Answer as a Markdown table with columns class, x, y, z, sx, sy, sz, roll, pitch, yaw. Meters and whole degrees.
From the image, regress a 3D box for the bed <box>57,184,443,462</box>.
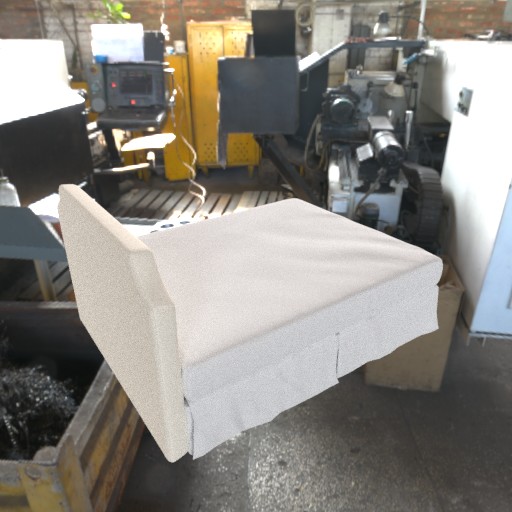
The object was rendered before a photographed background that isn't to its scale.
| class | x | y | z | sx | sy | sz | roll | pitch | yaw |
| --- | --- | --- | --- | --- | --- | --- | --- | --- | --- |
| bed | 0.000 | 0.000 | 3.576 | 2.498 | 1.293 | 1.977 | -18 | 31 | -31 |
